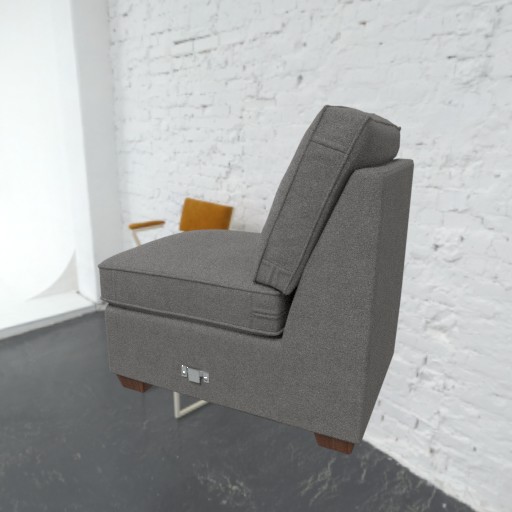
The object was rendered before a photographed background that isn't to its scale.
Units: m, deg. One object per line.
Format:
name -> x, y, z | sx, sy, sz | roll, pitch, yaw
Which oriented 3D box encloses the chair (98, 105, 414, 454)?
chair -> 0.000, 0.000, 1.559 | 0.938, 0.970, 0.621 | 7, 17, 24
